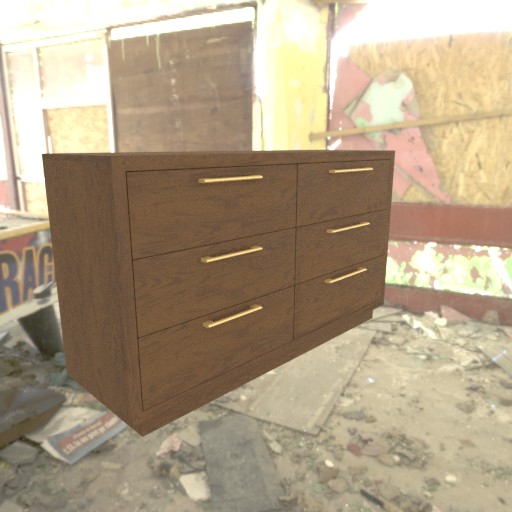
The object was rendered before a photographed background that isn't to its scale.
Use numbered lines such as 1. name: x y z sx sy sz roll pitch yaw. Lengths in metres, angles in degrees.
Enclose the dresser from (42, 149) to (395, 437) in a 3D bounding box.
1. dresser: 0.000 0.000 1.940 0.512 0.889 1.523 14 20 43
